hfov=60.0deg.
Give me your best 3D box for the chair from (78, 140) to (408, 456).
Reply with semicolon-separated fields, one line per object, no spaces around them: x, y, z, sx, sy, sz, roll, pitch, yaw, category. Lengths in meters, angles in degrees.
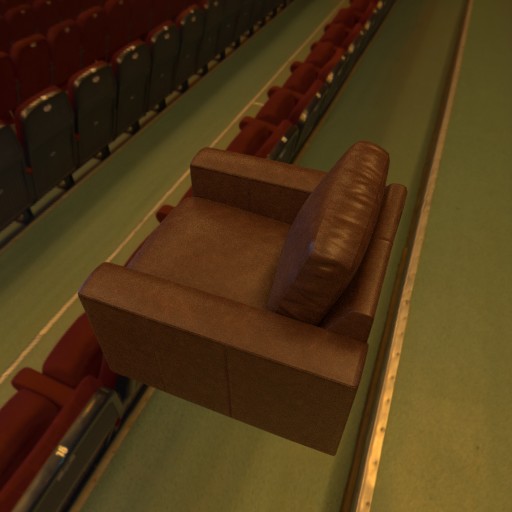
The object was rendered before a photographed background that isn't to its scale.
0.000;0.000;1.797;1.016;0.873;1.005;16;47;15;chair
